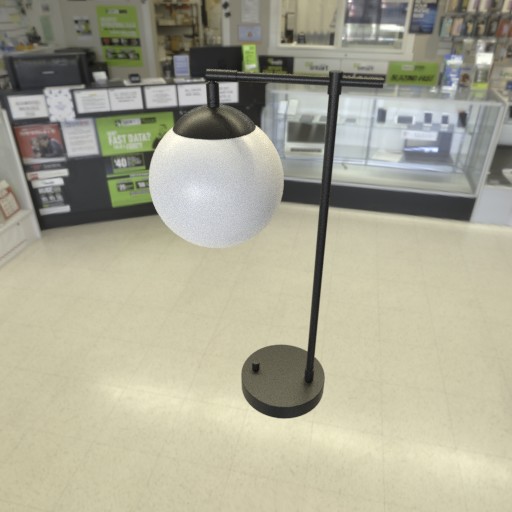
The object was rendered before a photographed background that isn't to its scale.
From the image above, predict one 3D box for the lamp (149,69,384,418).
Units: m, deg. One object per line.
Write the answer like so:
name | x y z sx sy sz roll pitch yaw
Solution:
lamp | 0.000 0.000 0.707 0.316 0.559 0.197 8 33 13
